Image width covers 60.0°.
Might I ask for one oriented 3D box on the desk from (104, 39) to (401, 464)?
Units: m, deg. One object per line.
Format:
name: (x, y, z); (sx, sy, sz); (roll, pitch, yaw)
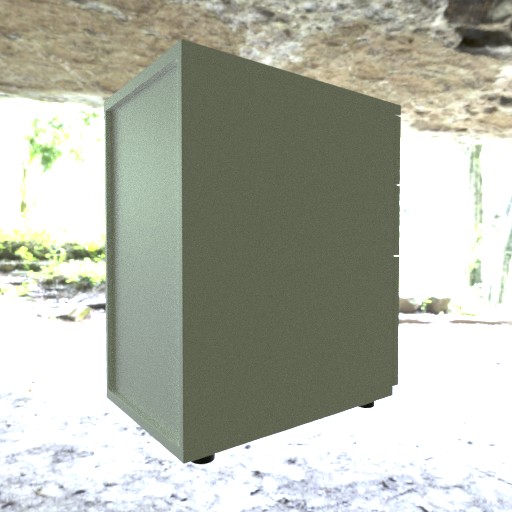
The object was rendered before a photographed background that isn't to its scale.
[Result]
desk: (0.000, 0.000, 1.076); (0.600, 0.730, 0.404); (-1, 2, -36)
